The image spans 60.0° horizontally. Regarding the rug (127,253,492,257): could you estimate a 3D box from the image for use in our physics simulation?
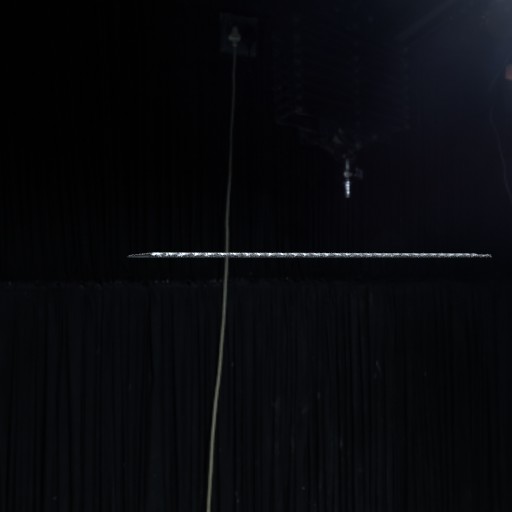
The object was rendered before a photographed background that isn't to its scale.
[{"bbox_3d":[0.000,0.000,2.317,1.243,0.013,1.872,0,0,-18],"label":"rug"}]
